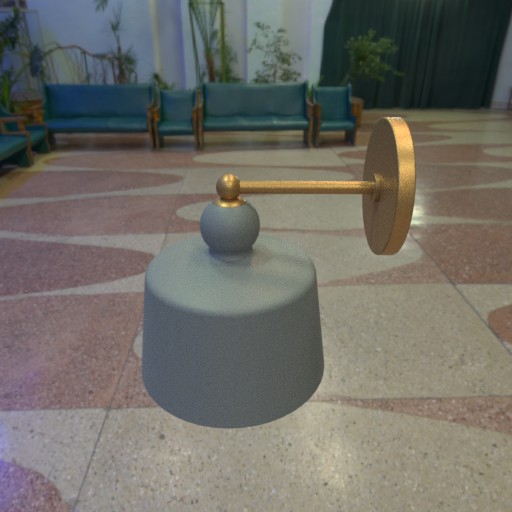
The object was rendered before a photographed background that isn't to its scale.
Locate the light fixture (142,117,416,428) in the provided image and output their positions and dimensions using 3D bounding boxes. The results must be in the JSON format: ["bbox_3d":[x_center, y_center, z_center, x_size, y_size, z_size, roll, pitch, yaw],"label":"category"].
[{"bbox_3d":[0.000,0.000,0.445,0.254,0.268,0.204,0,27,1],"label":"light fixture"}]
